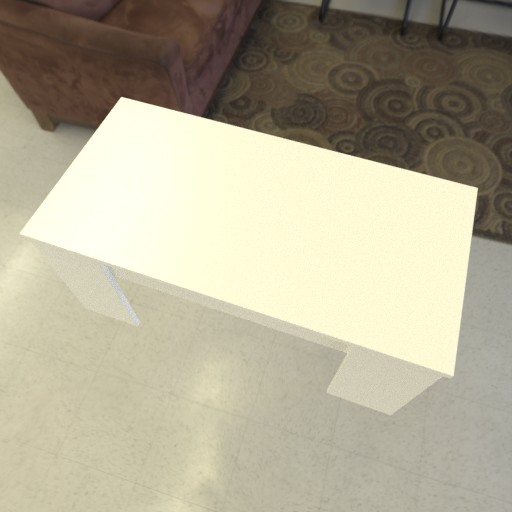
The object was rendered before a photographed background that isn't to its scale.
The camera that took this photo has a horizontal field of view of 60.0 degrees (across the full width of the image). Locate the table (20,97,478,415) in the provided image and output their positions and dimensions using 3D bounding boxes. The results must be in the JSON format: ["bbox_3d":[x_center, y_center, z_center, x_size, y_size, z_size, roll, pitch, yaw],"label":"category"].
[{"bbox_3d":[0.000,0.000,1.262,1.000,0.440,0.500,17,61,10],"label":"table"}]
